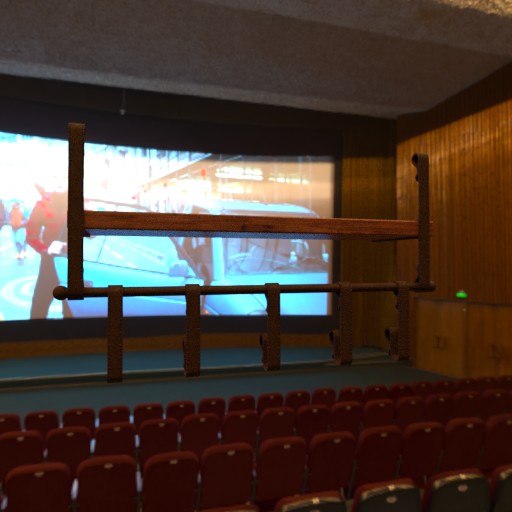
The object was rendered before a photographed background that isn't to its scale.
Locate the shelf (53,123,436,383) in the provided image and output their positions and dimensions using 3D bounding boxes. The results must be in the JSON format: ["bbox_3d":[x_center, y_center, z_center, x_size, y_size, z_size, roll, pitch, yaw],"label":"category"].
[{"bbox_3d":[0.000,0.000,0.694,0.567,0.330,0.146,0,-1,-17],"label":"shelf"}]
